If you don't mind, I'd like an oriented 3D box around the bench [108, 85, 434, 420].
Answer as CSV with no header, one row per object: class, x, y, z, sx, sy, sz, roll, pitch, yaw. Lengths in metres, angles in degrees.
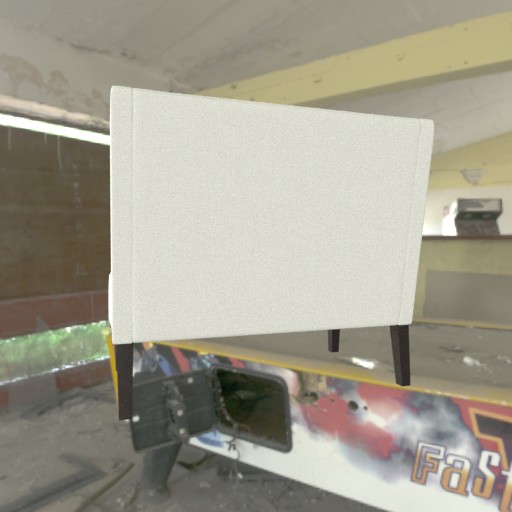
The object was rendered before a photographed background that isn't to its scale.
bench,0.000,0.000,2.016,1.280,1.123,0.847,-1,2,-18
